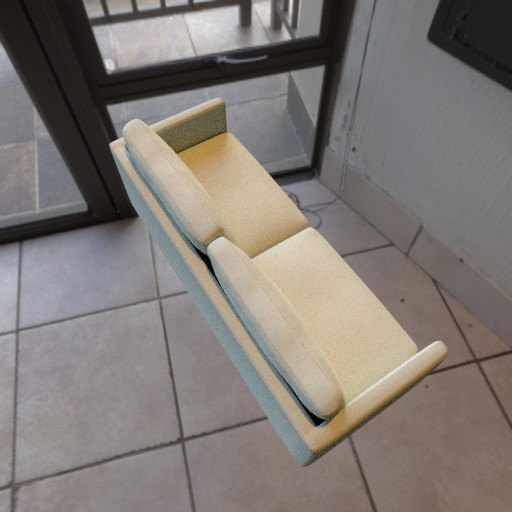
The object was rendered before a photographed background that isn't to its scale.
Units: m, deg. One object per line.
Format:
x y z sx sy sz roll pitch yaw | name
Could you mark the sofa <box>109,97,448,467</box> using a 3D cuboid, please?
0.000 0.000 2.969 0.948 0.965 2.434 -29 63 -16 | sofa
